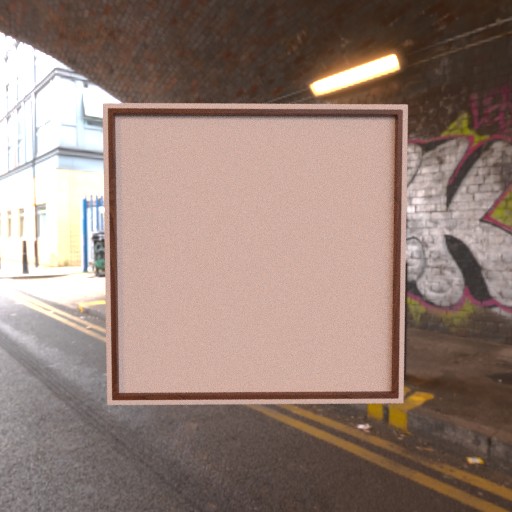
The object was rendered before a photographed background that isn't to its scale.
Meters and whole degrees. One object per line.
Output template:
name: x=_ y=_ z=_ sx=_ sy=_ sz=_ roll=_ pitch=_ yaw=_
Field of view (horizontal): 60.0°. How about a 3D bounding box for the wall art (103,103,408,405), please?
wall art: x=0.000 y=0.000 z=1.509 sx=1.009 sy=1.009 sz=0.049 roll=0 pitch=3 yaw=-1
